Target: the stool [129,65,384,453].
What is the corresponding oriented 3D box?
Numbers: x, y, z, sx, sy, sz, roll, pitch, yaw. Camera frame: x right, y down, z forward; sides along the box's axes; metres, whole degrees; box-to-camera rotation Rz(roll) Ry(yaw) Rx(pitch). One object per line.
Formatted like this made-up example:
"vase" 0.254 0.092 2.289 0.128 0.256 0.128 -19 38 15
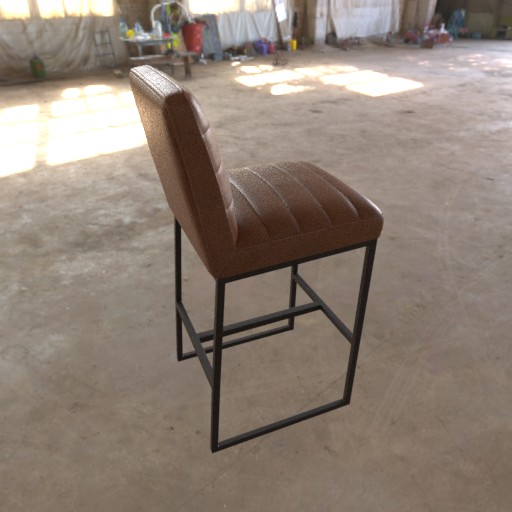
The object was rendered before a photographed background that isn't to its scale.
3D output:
"stool" 0.000 0.000 1.323 0.556 1.040 0.458 -12 33 -19
